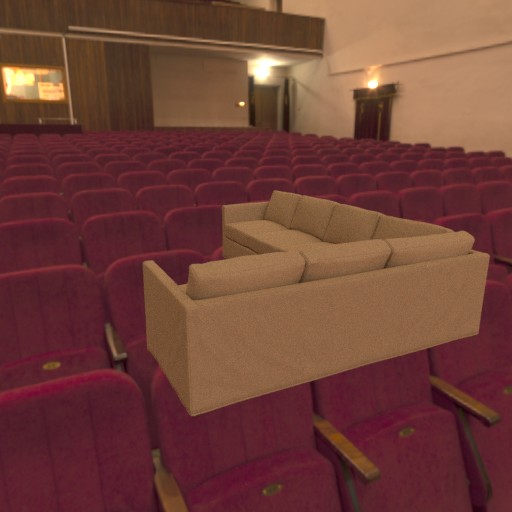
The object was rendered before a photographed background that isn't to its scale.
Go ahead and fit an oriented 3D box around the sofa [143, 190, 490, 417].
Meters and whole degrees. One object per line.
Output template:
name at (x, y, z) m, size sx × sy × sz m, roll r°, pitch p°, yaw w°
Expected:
sofa at (0.000, 0.000, 4.274) m, size 2.432 × 0.871 × 3.182 m, roll -8°, pitch 17°, yaw -25°
